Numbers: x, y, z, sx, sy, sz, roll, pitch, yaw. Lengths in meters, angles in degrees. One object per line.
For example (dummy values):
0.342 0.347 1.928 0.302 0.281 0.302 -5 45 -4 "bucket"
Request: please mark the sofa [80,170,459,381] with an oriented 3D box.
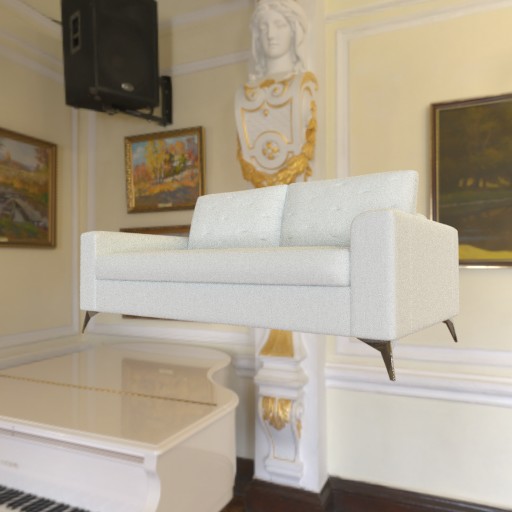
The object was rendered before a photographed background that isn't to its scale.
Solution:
0.000 0.000 2.148 1.650 0.790 0.920 -1 -2 36 "sofa"
